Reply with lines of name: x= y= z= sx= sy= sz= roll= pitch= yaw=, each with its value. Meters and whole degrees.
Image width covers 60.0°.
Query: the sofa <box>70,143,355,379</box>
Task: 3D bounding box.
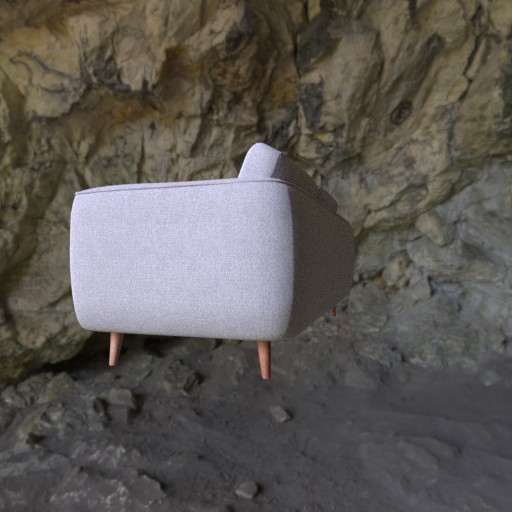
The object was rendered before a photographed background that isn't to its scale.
sofa: x=0.000 y=0.000 z=2.431 sx=0.920 sy=0.850 sz=2.000 roll=0 pitch=0 yaw=18
